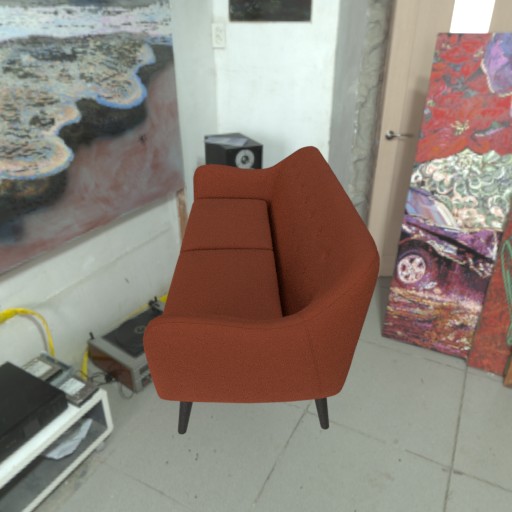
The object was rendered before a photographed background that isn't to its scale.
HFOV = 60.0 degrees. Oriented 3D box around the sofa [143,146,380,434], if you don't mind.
[{"bbox_3d":[0.000,0.000,2.321,0.820,0.836,1.840,-1,28,-2],"label":"sofa"}]
